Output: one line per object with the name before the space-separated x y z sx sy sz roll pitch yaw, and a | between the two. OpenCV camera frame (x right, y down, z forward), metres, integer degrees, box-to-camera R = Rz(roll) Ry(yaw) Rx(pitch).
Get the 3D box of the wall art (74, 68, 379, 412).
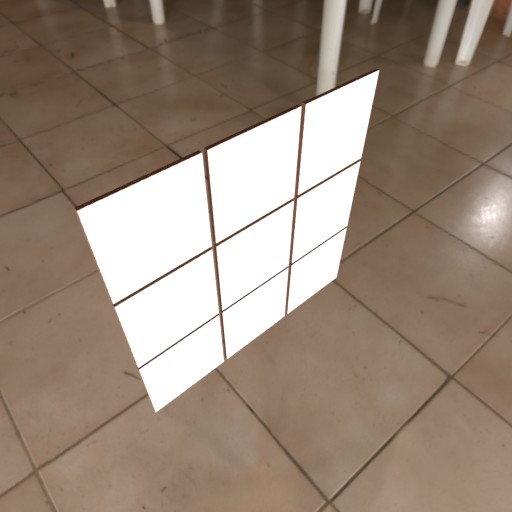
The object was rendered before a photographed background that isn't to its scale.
wall art | 0.000 0.000 1.898 1.256 1.246 0.017 -33 55 -27
